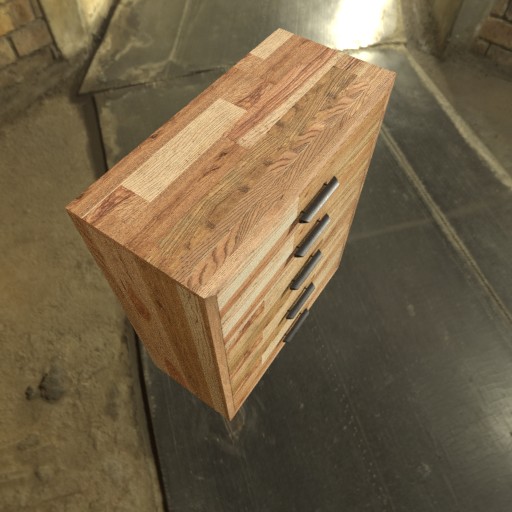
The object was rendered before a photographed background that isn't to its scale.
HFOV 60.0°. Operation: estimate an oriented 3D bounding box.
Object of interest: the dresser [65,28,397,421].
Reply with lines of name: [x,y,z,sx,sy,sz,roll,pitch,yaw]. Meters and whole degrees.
dresser: [0.000,0.000,1.758,0.480,1.243,0.966,30,62,18]
